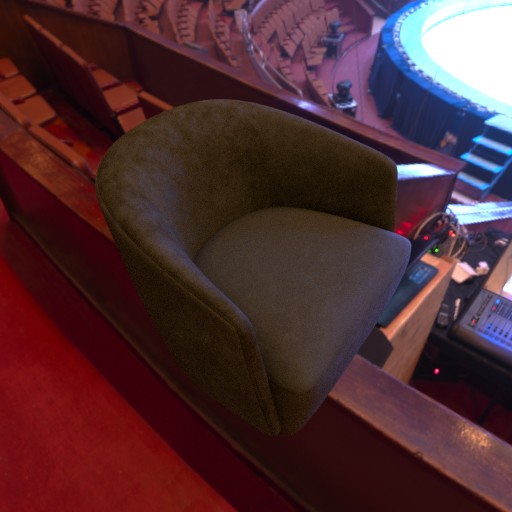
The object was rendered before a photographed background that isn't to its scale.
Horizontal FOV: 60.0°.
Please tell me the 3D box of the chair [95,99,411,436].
[{"bbox_3d":[0.000,0.000,1.335,0.767,0.698,0.773,26,49,26],"label":"chair"}]
